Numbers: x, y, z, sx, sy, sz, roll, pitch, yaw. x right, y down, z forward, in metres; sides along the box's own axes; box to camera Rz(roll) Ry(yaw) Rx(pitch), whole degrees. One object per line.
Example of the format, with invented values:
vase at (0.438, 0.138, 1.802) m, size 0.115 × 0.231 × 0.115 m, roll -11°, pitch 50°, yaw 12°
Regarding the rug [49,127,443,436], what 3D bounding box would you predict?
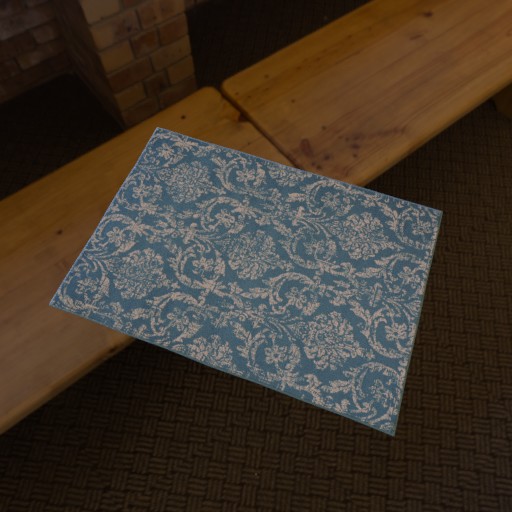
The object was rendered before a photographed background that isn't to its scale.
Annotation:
rug at (0.000, 0.000, 2.940) m, size 2.205 × 0.012 × 1.554 m, roll 18°, pitch 65°, yaw 9°
